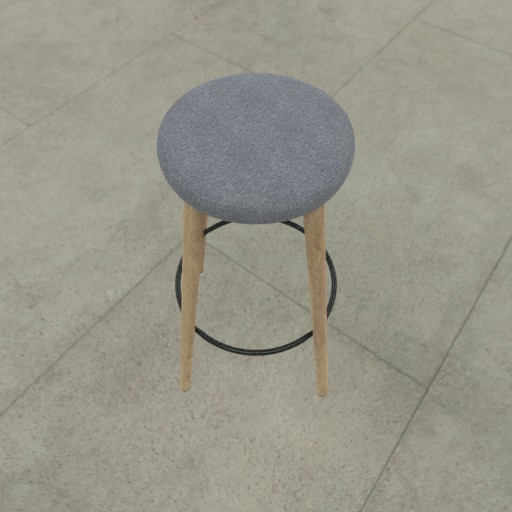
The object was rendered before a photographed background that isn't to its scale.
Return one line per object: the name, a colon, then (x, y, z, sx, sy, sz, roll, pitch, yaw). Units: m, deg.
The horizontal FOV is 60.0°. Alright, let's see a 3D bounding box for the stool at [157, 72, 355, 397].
stool: (0.000, 0.000, 1.011, 0.410, 0.770, 0.410, 2, 57, 1)
